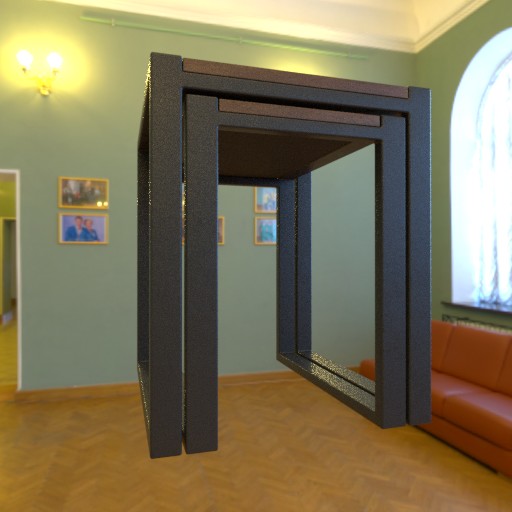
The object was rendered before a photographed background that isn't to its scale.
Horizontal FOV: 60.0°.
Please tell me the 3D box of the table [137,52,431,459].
[{"bbox_3d":[0.000,0.000,0.899,0.449,0.550,0.500,0,0,-17],"label":"table"}]
